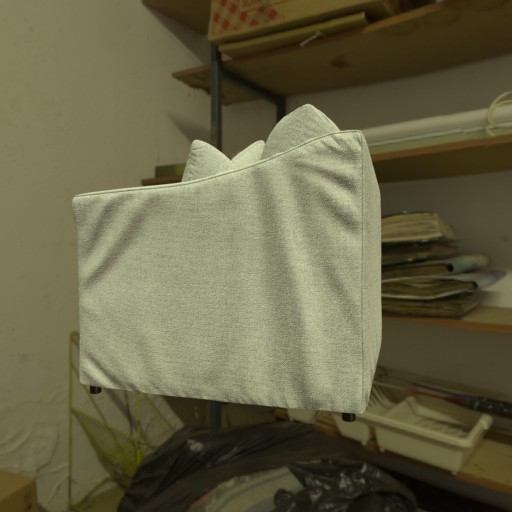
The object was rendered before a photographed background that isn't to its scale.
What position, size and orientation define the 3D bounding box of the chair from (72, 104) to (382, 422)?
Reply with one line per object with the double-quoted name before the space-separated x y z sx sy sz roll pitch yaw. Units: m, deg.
"chair" 0.000 0.000 2.023 1.071 1.059 1.194 0 -1 18
